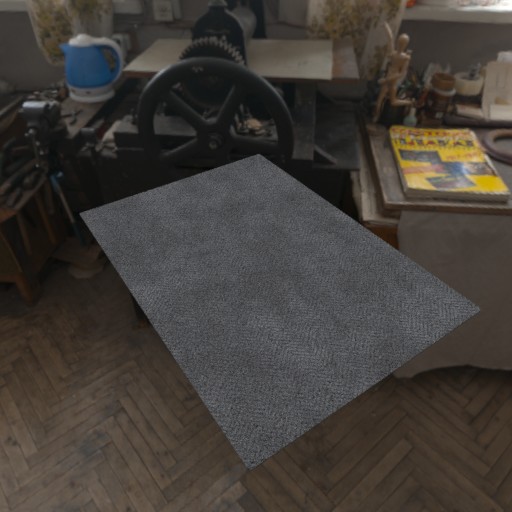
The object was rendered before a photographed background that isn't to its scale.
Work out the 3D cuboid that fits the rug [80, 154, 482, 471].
[{"bbox_3d":[0.000,0.000,2.884,1.600,0.008,2.235,-24,46,-25],"label":"rug"}]
